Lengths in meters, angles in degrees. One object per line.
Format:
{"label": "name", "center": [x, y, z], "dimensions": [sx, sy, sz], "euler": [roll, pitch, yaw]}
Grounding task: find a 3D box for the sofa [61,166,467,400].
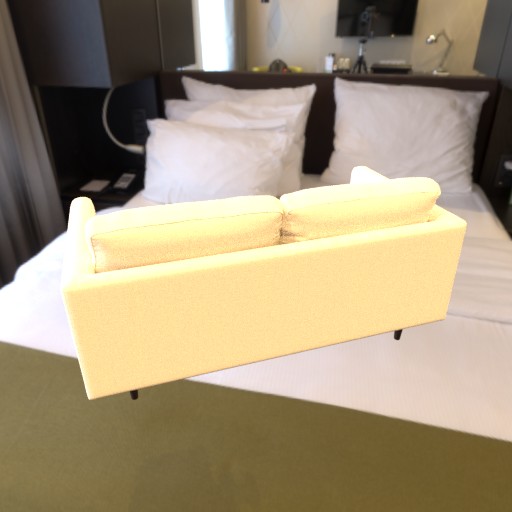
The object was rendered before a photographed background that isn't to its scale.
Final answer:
{"label": "sofa", "center": [0.000, 0.000, 2.251], "dimensions": [1.713, 0.893, 0.940], "euler": [-9, 29, -16]}
